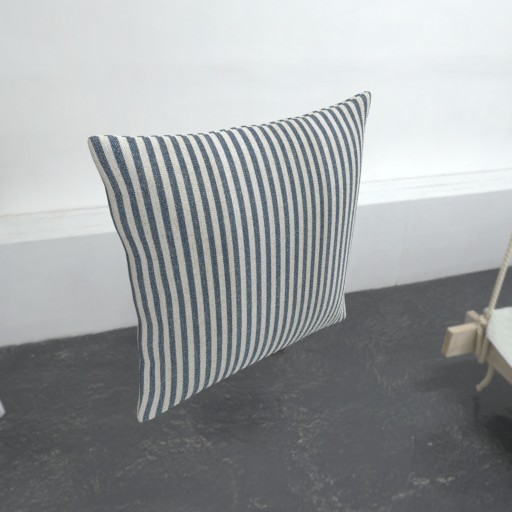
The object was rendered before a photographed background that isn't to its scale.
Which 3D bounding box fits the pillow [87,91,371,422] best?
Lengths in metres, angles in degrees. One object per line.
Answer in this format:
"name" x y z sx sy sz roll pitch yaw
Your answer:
"pillow" 0.000 0.000 0.798 0.523 0.510 0.166 -20 36 -31
